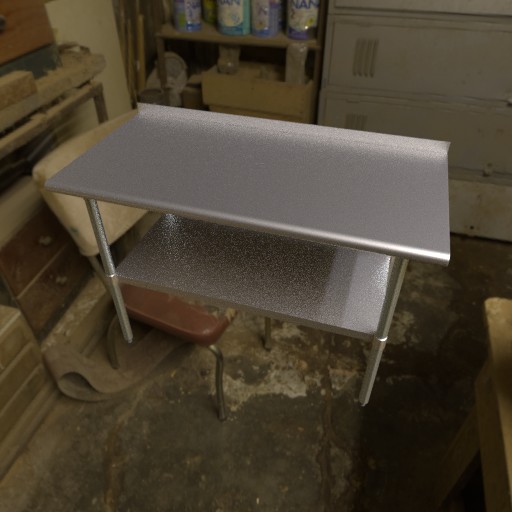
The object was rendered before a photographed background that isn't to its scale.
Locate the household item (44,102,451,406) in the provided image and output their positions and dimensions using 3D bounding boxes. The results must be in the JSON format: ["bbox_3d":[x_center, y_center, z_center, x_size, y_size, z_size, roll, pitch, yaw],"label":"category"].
[{"bbox_3d":[0.000,0.000,1.725,1.219,0.851,0.610,12,41,14],"label":"household item"}]
